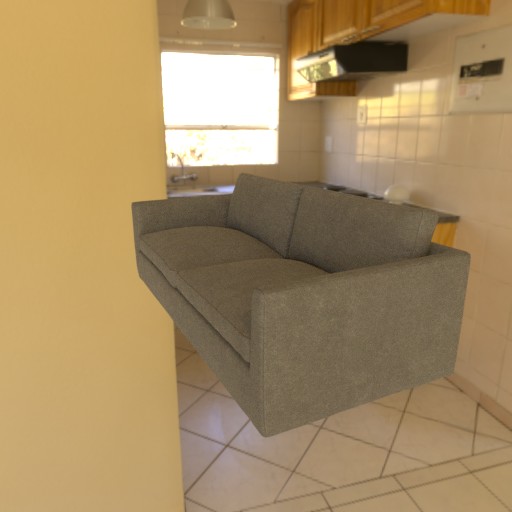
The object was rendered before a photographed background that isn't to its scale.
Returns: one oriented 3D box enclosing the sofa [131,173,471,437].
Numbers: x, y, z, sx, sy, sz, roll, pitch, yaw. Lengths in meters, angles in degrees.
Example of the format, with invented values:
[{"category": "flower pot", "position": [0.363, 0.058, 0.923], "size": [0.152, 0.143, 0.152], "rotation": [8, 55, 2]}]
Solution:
[{"category": "sofa", "position": [0.000, 0.000, 2.792], "size": [1.092, 0.838, 2.257], "rotation": [-8, 18, -25]}]
